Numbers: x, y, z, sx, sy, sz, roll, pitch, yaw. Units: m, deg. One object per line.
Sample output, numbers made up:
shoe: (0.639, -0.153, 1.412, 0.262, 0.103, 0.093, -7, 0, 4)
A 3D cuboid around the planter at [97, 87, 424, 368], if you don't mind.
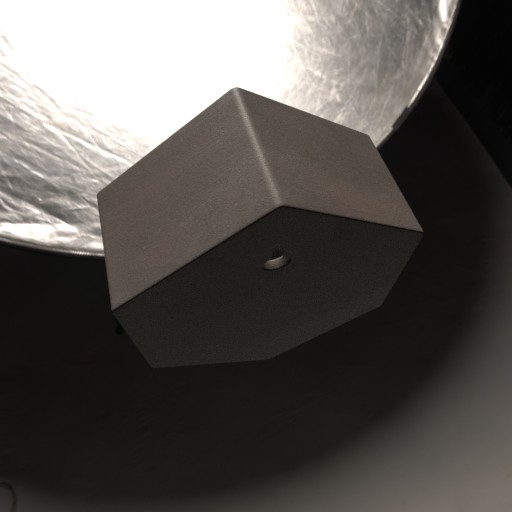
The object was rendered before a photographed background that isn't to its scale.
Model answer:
planter: (0.000, 0.000, 0.289, 0.169, 0.206, 0.077, -14, 61, -8)
